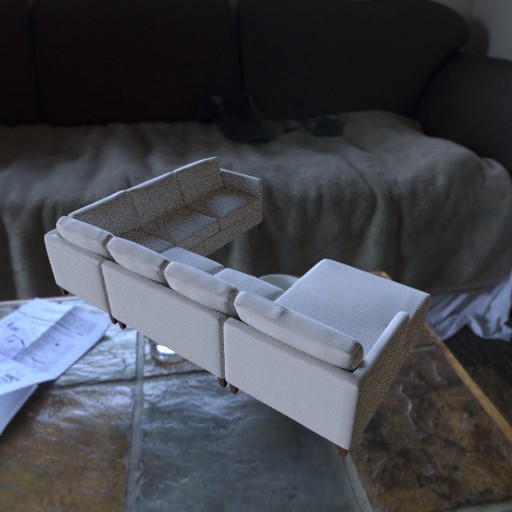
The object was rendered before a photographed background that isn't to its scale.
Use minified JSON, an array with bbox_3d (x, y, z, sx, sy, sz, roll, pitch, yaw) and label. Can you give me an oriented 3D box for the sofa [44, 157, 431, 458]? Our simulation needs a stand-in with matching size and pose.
[{"bbox_3d":[0.000,0.000,4.579,3.459,0.956,2.593,20,36,30],"label":"sofa"}]
